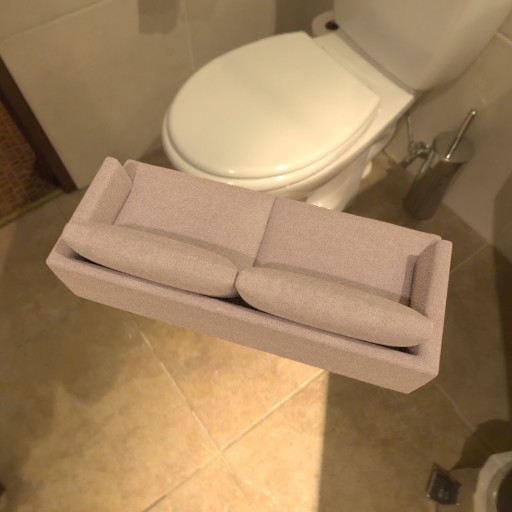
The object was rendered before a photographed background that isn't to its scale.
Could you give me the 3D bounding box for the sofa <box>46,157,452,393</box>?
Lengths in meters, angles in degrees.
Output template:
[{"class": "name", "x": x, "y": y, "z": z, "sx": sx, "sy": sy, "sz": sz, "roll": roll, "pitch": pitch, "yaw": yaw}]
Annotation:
[{"class": "sofa", "x": 0.000, "y": 0.000, "z": 2.810, "sx": 2.250, "sy": 0.868, "sz": 1.020, "roll": 15, "pitch": 63, "yaw": 8}]
